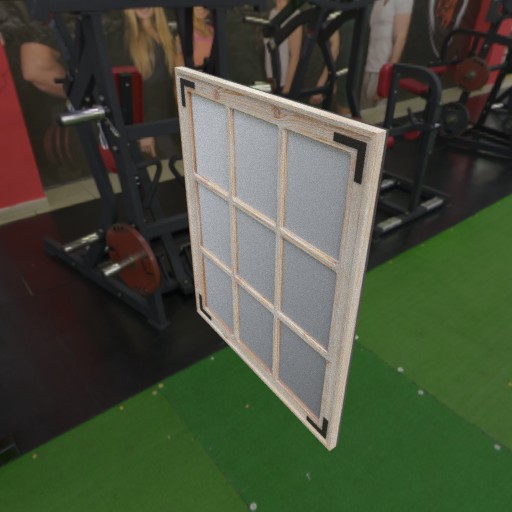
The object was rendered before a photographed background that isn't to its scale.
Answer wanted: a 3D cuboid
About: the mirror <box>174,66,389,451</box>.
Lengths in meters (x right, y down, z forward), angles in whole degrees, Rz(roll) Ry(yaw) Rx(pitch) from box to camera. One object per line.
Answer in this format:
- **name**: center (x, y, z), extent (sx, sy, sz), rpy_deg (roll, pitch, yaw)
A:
- **mirror**: center (0.000, 0.000, 1.235), extent (0.032, 0.882, 0.730), rpy_deg (-22, 39, -30)
